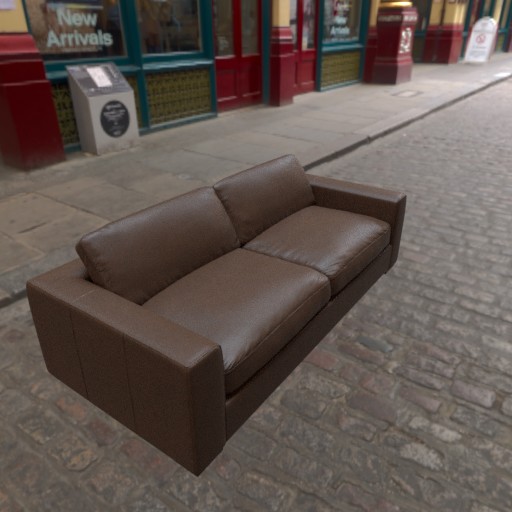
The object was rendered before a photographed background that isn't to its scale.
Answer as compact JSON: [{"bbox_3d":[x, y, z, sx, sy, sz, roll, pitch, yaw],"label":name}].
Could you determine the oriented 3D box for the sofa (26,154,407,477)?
[{"bbox_3d":[0.000,0.000,2.667,1.070,0.801,2.262,18,32,31],"label":"sofa"}]
